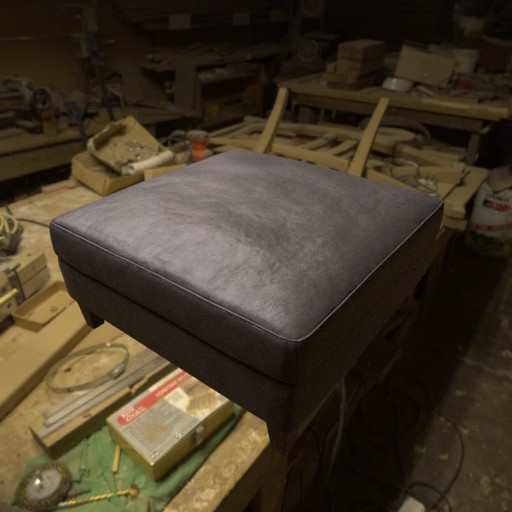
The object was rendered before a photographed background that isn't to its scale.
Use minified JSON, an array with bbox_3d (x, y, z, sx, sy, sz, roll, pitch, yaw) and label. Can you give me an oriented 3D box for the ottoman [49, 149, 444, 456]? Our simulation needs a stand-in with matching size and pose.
[{"bbox_3d":[0.000,0.000,1.335,0.836,0.415,0.844,22,37,32],"label":"ottoman"}]
